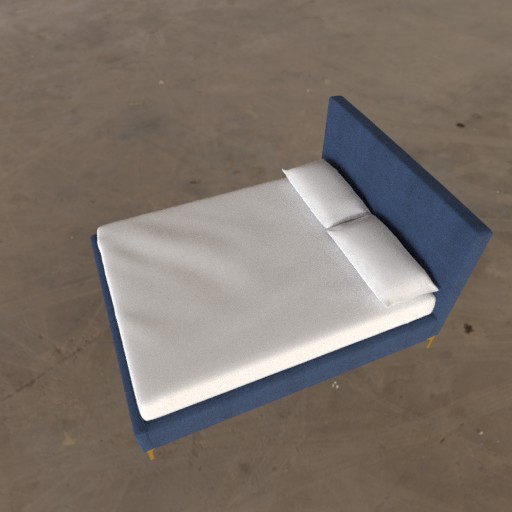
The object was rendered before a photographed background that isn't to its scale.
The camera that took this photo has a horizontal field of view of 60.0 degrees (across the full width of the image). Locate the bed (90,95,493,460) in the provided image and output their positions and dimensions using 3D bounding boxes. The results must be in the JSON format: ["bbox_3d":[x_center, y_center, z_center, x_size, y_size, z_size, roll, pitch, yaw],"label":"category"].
[{"bbox_3d":[0.000,0.000,3.146,2.172,1.231,1.723,-17,50,-15],"label":"bed"}]
